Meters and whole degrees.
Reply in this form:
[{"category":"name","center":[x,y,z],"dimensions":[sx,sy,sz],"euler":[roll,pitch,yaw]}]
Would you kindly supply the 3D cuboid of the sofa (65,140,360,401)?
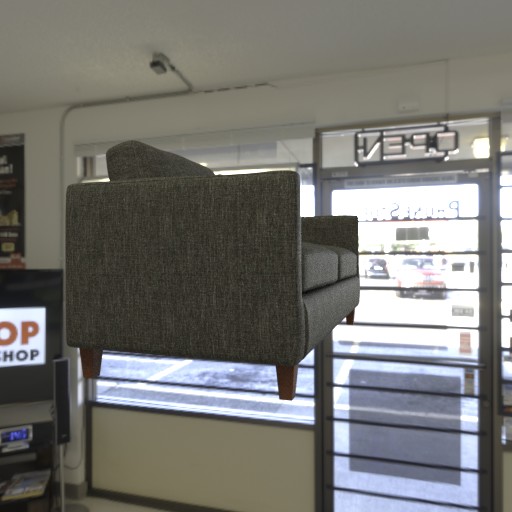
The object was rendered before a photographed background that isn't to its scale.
[{"category":"sofa","center":[0.000,0.000,2.430],"dimensions":[0.950,0.963,1.884],"euler":[0,0,19]}]
